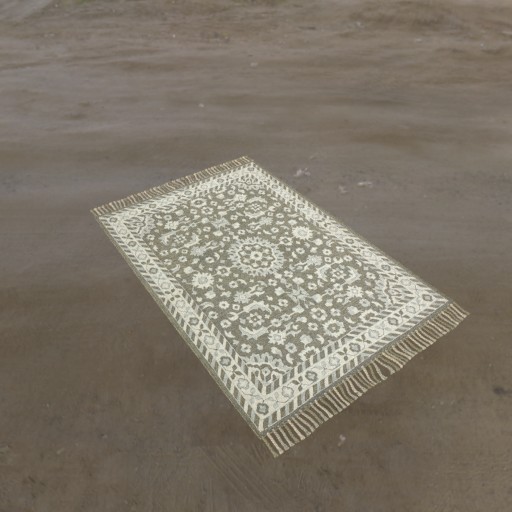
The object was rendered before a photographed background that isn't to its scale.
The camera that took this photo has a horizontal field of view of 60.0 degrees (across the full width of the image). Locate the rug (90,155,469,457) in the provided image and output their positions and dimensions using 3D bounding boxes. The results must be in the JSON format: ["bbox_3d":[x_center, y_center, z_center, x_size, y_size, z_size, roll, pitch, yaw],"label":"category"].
[{"bbox_3d":[0.000,0.000,3.116,1.530,0.025,2.431,-25,47,-26],"label":"rug"}]
